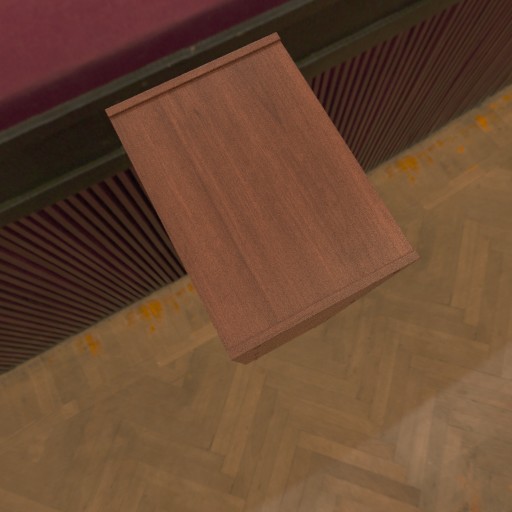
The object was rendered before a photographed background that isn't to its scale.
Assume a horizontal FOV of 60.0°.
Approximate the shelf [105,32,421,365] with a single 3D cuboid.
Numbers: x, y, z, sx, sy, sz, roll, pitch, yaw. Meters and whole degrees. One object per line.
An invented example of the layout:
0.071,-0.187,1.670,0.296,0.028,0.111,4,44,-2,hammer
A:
0.000,0.000,1.057,0.290,0.879,0.414,-27,77,-7,shelf
